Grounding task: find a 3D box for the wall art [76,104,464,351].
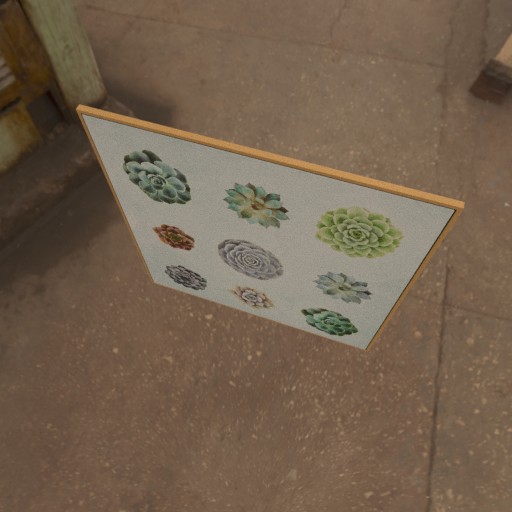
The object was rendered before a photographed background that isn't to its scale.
[{"bbox_3d":[0.000,0.000,0.998,0.657,0.655,0.014,16,61,10],"label":"wall art"}]
